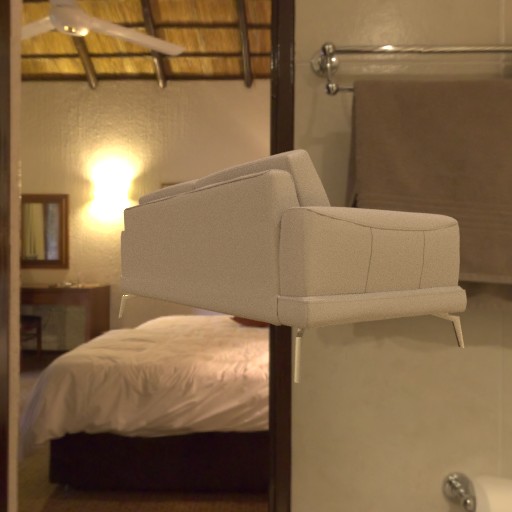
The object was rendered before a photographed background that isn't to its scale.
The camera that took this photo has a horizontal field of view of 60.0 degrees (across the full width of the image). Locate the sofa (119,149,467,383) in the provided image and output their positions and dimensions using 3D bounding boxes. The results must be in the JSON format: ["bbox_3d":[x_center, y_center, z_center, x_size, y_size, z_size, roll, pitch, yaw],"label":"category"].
[{"bbox_3d":[0.000,0.000,2.784,1.121,0.930,2.177,0,0,-35],"label":"sofa"}]
